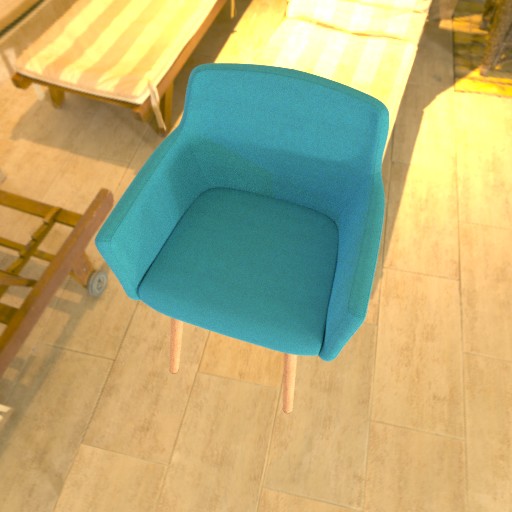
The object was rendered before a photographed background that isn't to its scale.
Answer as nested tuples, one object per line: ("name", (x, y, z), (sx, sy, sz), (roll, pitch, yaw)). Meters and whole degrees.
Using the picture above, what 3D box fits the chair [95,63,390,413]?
("chair", (0.000, 0.000, 1.178), (0.570, 0.780, 0.540), (16, 59, 10))
